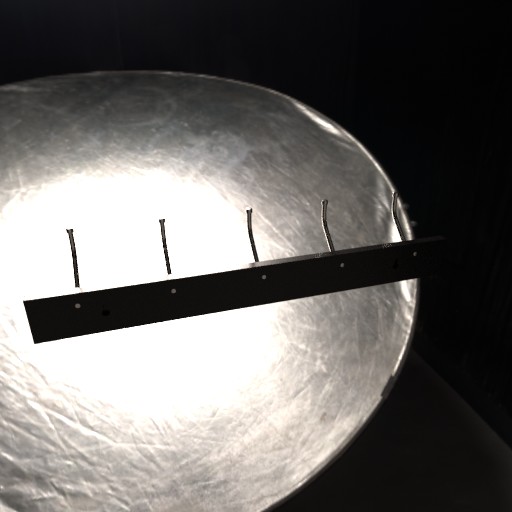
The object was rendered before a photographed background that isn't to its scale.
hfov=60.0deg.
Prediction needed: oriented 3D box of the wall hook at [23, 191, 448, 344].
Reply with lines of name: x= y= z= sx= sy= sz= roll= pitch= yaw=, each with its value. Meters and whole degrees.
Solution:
wall hook: x=0.000 y=0.000 z=0.606 sx=0.571 sy=0.117 sz=0.071 roll=-8 pitch=27 yaw=-16
